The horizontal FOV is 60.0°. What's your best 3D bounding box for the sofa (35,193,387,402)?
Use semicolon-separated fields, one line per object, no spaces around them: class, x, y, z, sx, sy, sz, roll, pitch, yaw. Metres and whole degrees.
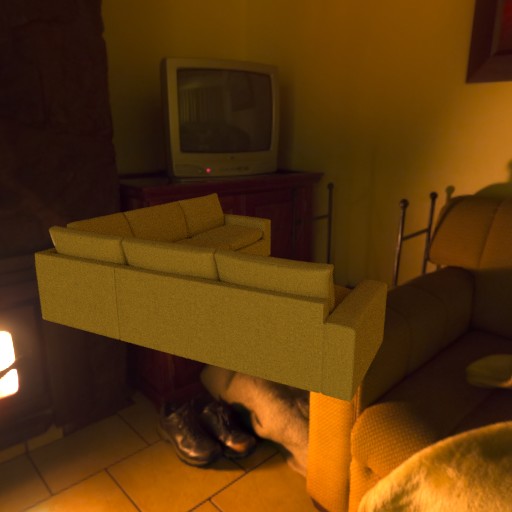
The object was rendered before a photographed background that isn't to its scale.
sofa;0.000;0.000;4.189;2.622;0.800;2.742;8;17;26
